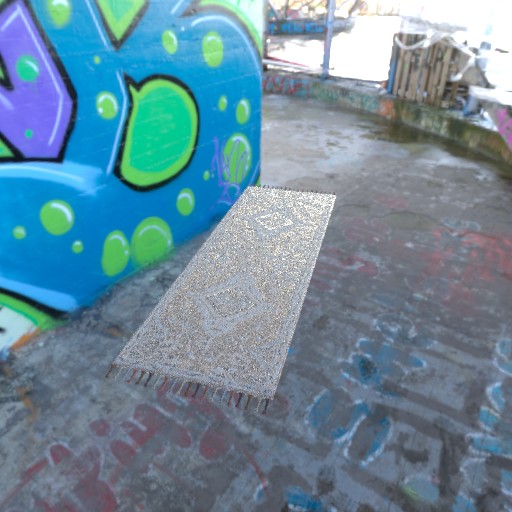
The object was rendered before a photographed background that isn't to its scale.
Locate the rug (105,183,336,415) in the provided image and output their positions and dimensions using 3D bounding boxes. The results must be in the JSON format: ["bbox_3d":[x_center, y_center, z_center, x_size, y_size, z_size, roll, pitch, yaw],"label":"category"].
[{"bbox_3d":[0.000,0.000,2.745,1.324,0.018,2.378,18,35,27],"label":"rug"}]
